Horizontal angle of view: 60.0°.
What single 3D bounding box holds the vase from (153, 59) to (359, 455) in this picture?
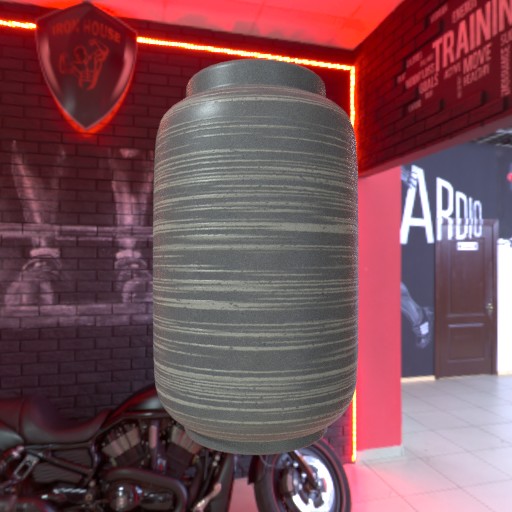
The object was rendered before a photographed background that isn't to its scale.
[{"bbox_3d":[0.000,0.000,0.656,0.297,0.499,0.297,0,-1,0],"label":"vase"}]
